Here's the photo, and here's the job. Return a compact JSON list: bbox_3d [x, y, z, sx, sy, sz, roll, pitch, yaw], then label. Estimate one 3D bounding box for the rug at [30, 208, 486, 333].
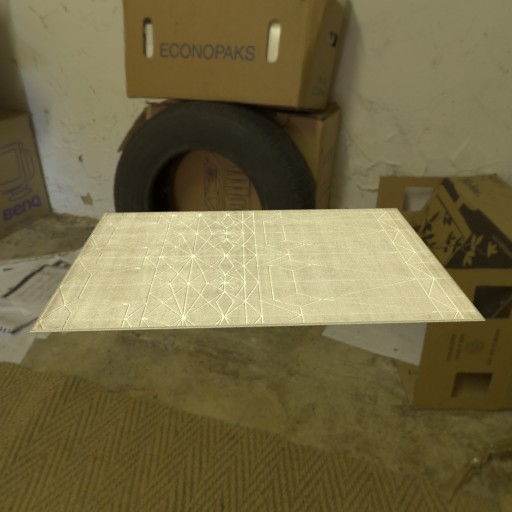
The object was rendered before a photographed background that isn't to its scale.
[{"bbox_3d":[0.000,0.000,3.032,2.438,0.012,1.524,-1,30,-2],"label":"rug"}]
